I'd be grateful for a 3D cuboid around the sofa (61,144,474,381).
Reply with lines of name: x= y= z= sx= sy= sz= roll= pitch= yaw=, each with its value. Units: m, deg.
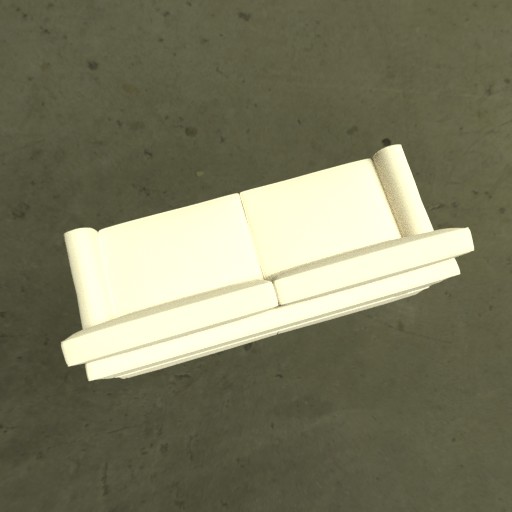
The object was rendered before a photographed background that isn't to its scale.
sofa: x=0.000 y=0.000 z=2.493 sx=2.021 sy=0.937 sz=0.862 roll=-15 pitch=76 yaw=-4
